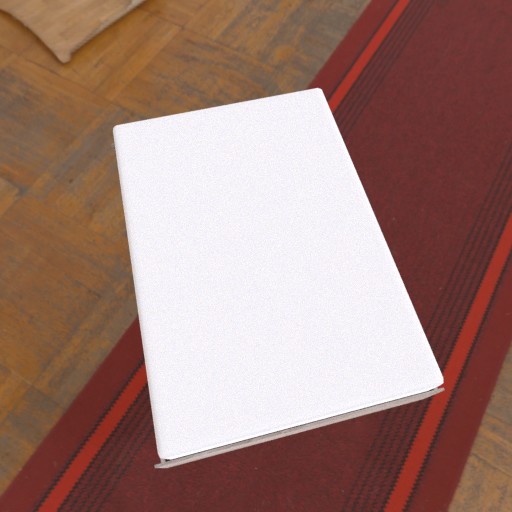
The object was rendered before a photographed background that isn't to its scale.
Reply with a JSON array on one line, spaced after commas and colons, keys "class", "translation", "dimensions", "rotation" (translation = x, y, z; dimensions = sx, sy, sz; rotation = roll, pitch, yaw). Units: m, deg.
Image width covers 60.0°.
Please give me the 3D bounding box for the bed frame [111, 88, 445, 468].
[{"class": "bed frame", "translation": [0.000, 0.000, 2.591], "dimensions": [1.445, 0.497, 1.945], "rotation": [-13, 65, -6]}]
